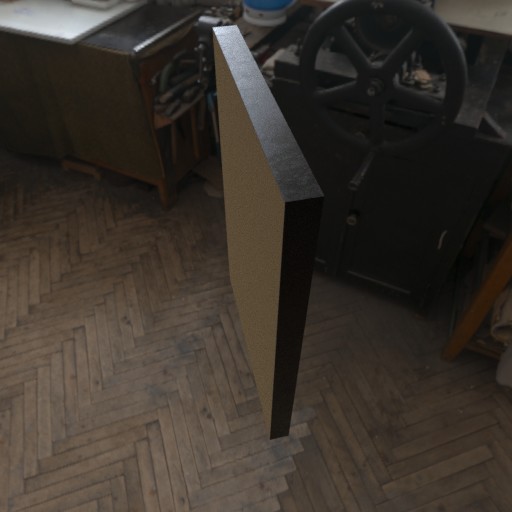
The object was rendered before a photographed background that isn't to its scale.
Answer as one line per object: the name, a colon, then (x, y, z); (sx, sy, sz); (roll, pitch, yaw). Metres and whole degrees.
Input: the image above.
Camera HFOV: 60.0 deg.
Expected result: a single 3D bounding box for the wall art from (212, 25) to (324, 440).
wall art: (0.000, 0.000, 0.582); (0.031, 0.457, 0.313); (-10, 49, -9)
